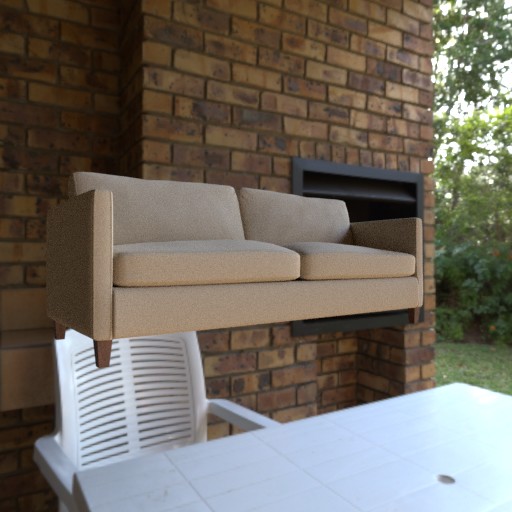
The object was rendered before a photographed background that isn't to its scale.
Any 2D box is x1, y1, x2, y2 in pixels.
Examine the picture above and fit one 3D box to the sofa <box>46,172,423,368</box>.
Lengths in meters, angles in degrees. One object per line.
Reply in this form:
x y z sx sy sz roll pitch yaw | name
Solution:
0.000 0.000 2.887 2.361 0.968 0.951 0 -1 -36 | sofa
